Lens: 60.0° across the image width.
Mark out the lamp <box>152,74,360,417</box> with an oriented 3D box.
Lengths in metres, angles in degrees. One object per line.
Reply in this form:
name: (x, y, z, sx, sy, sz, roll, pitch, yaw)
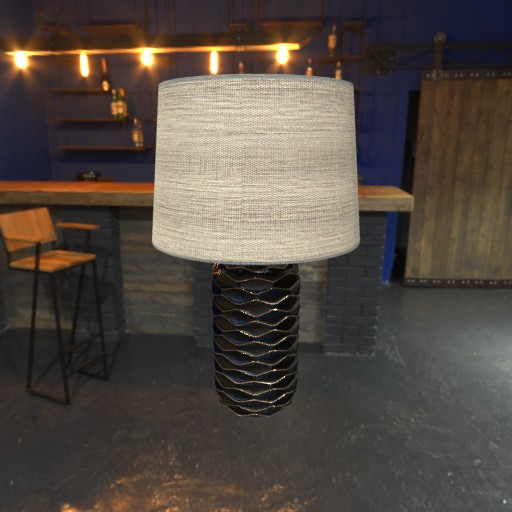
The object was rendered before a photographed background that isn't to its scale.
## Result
lamp: (0.000, 0.000, 0.831, 0.376, 0.594, 0.376, 0, 15, 0)
